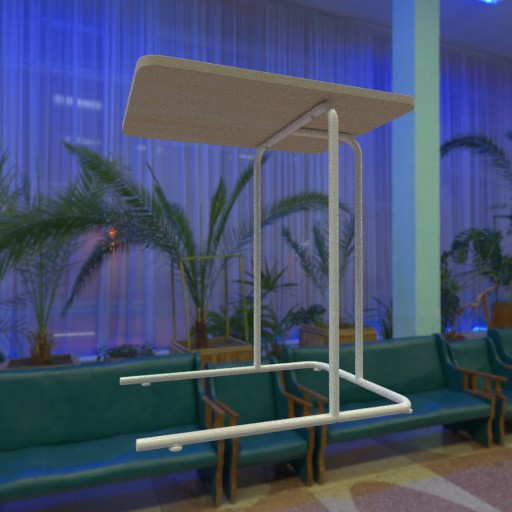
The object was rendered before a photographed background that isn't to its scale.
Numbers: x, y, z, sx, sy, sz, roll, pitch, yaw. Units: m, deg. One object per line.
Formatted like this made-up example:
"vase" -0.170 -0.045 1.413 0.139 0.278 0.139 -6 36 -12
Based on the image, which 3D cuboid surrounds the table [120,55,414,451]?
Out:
"table" 0.000 0.000 0.858 0.480 0.550 0.370 0 -1 -21
